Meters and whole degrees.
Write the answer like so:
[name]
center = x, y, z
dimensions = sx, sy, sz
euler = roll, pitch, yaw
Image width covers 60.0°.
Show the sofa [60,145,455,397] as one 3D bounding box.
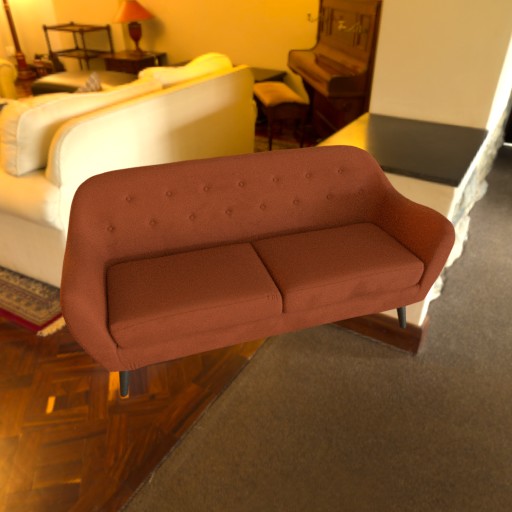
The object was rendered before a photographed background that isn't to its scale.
[sofa]
center = 0.000, 0.000, 2.318
dimensions = 1.840, 0.836, 0.820
euler = -10, 34, -15
